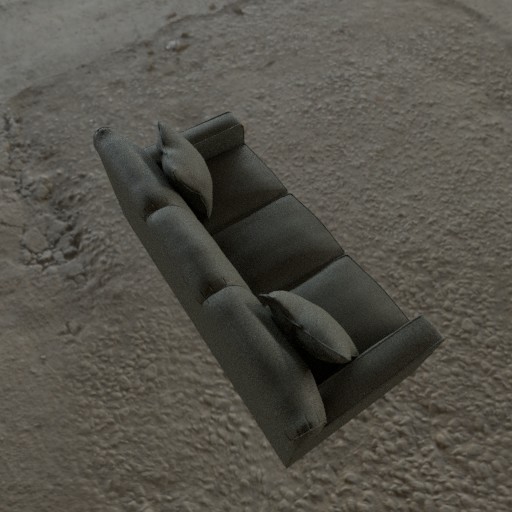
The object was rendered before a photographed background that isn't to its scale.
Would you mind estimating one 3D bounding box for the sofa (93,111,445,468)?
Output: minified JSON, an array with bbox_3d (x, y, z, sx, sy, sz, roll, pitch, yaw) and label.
[{"bbox_3d":[0.000,0.000,2.618,0.997,0.958,2.024,-30,62,-17],"label":"sofa"}]
